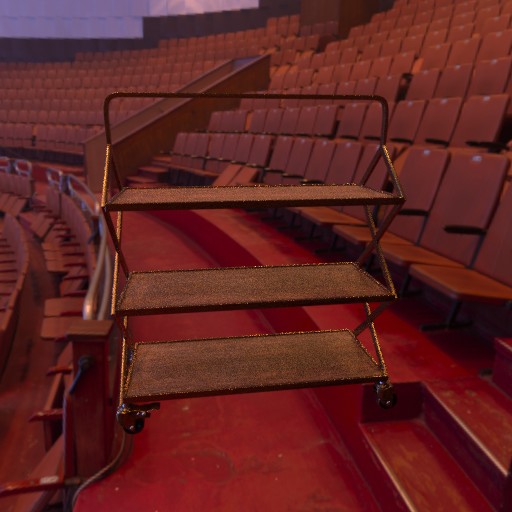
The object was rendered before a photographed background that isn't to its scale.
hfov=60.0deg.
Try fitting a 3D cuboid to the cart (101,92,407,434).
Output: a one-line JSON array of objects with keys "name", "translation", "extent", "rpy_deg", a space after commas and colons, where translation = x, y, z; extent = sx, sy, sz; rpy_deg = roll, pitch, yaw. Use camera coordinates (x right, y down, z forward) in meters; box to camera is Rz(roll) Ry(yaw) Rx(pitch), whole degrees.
[{"name": "cart", "translation": [0.000, 0.000, 1.168], "extent": [0.723, 0.805, 0.313], "rpy_deg": [-2, 16, -8]}]
